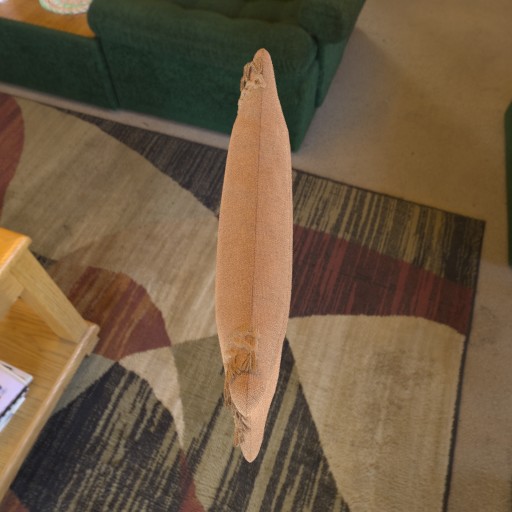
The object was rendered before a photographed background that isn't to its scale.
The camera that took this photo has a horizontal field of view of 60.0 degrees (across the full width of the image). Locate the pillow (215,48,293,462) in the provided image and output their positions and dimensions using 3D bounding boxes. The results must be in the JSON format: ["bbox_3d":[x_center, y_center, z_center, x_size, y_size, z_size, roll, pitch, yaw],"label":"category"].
[{"bbox_3d":[0.000,0.000,0.582,0.084,0.305,0.466,2,58,1],"label":"pillow"}]
